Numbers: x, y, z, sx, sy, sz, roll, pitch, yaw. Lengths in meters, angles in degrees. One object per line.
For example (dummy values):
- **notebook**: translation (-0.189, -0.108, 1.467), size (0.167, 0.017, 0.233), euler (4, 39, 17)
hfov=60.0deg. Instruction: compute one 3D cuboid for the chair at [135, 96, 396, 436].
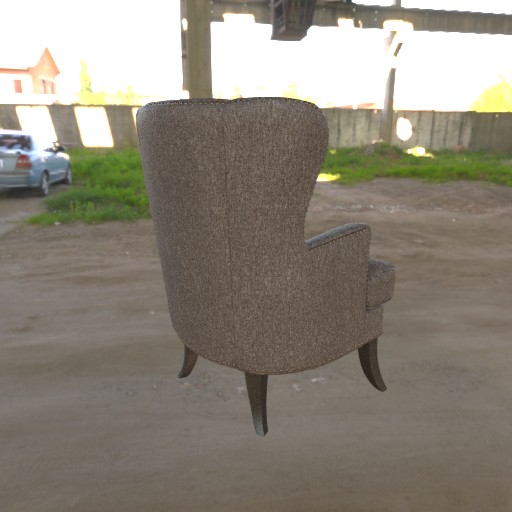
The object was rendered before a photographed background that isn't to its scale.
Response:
- **chair**: translation (0.000, 0.000, 1.630), size (0.758, 1.060, 0.759), euler (-14, 21, -41)
